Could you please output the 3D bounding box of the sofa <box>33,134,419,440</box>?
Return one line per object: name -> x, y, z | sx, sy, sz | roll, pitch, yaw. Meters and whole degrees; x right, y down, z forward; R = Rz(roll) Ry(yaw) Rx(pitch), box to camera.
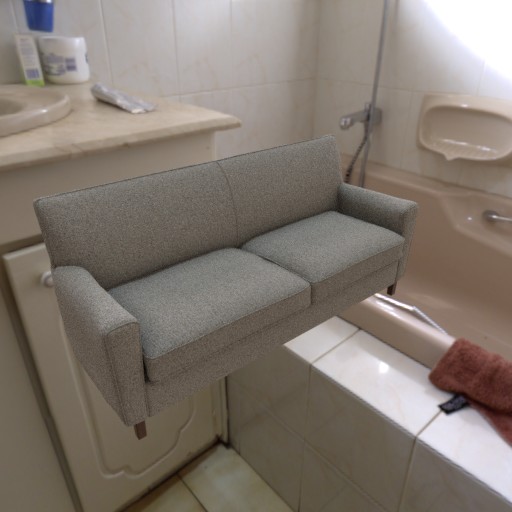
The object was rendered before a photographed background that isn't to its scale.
sofa -> 0.000, 0.000, 2.506 | 2.026, 0.942, 0.854 | -21, 35, -34
